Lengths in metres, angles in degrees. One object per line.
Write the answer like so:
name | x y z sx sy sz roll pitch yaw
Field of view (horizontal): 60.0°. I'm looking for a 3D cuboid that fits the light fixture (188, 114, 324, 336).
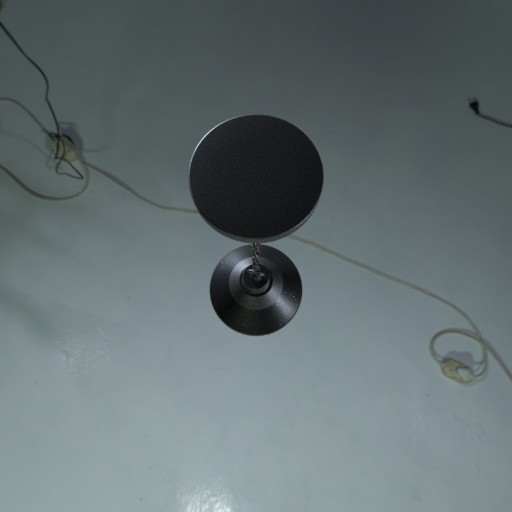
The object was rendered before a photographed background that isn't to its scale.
light fixture | 0.000 0.000 0.677 0.201 0.588 0.201 15 76 4
